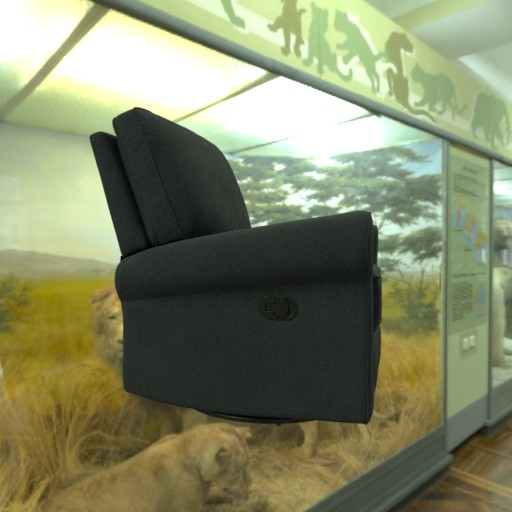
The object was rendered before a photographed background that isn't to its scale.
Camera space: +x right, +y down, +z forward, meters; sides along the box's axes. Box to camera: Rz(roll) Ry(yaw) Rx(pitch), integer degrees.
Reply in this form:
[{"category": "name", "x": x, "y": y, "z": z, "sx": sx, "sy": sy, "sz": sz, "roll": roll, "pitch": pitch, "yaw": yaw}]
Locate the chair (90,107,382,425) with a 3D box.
[{"category": "chair", "x": 0.000, "y": 0.000, "z": 1.599, "sx": 0.878, "sy": 0.961, "sz": 0.890, "roll": 0, "pitch": 1, "yaw": 16}]
